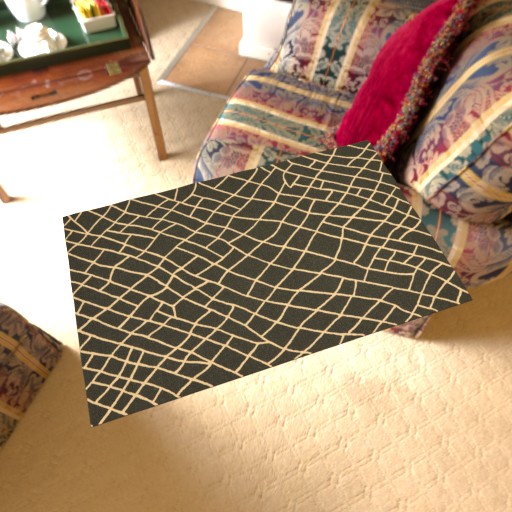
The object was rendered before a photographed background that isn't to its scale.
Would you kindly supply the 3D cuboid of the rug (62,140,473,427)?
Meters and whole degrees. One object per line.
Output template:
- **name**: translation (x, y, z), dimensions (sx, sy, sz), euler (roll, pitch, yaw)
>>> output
- **rug**: translation (0.000, 0.000, 3.033), dimensions (2.448, 0.017, 1.529), euler (-16, 60, -10)
